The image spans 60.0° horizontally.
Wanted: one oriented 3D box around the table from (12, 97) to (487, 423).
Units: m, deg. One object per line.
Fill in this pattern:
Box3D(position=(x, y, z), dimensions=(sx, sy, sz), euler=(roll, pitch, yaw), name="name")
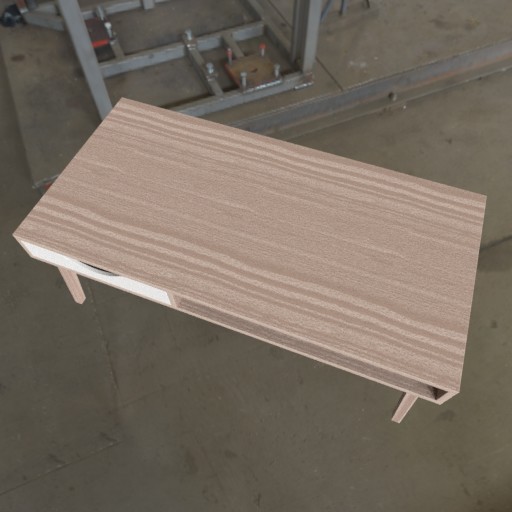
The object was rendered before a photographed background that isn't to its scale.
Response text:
Box3D(position=(0.000, 0.000, 1.438), dimensions=(1.200, 0.450, 0.600), euler=(18, 61, 11), name="table")
